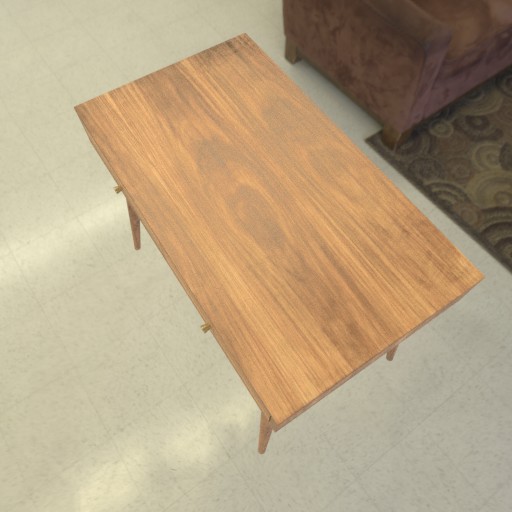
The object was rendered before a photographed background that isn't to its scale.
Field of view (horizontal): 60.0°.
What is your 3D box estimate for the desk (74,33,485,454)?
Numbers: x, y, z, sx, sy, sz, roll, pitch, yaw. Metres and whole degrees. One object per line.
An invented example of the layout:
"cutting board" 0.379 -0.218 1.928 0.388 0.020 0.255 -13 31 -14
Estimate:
"desk" 0.000 0.000 1.397 0.588 0.758 0.949 -30 67 -15
